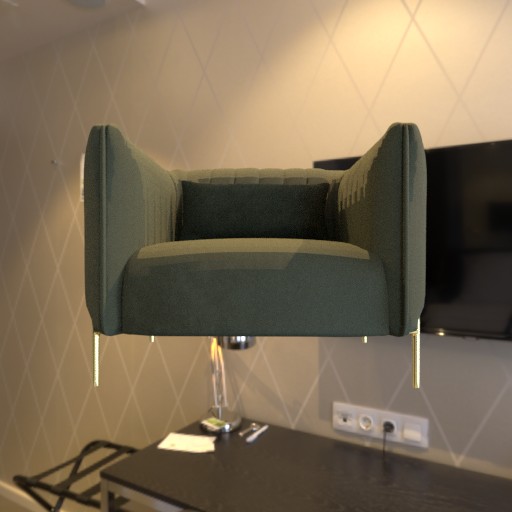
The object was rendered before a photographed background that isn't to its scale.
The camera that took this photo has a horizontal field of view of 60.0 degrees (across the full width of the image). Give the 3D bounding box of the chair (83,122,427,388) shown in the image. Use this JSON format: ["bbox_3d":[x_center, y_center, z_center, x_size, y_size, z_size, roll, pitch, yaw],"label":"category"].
[{"bbox_3d":[0.000,0.000,1.677,1.032,0.794,0.877,0,0,1],"label":"chair"}]
